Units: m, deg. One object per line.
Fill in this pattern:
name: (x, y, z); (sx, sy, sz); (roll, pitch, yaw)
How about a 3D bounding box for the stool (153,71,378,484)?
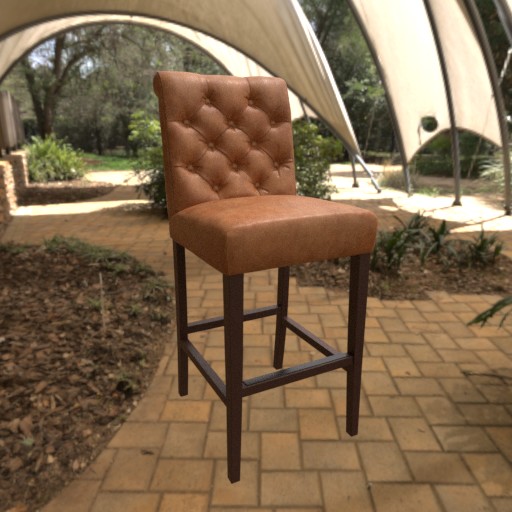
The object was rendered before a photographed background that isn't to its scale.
stool: (0.000, 0.000, 1.434); (0.493, 1.140, 0.601); (-8, 18, -26)
